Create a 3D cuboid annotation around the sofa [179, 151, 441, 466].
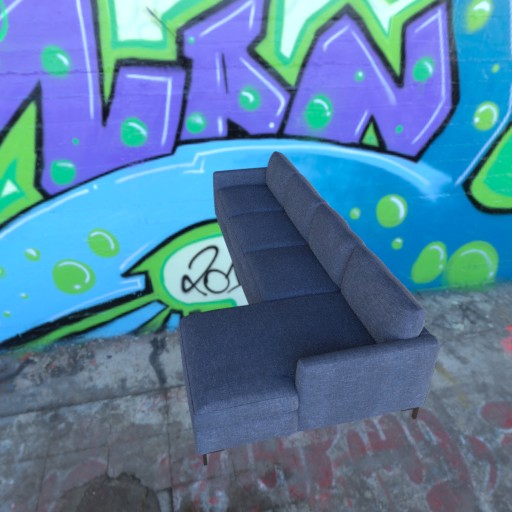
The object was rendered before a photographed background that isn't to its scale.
[{"bbox_3d":[0.000,0.000,3.506,1.350,0.810,2.932,-7,31,-11],"label":"sofa"}]
